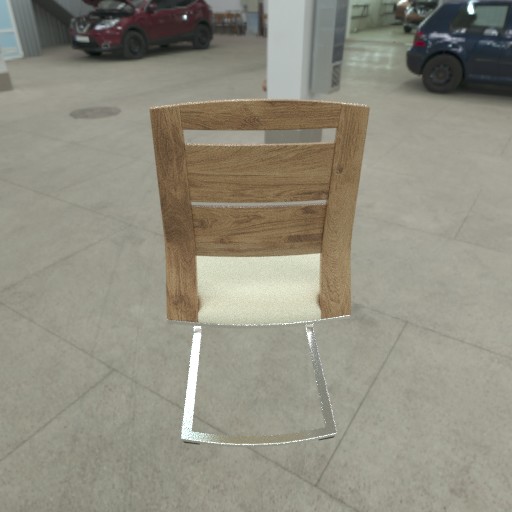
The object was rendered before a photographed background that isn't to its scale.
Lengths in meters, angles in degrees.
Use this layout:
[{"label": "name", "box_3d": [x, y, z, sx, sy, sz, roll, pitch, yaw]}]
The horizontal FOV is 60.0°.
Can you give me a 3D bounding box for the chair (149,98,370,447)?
[{"label": "chair", "box_3d": [0.000, 0.000, 1.261, 0.457, 0.955, 0.561, -1, 31, -2]}]
